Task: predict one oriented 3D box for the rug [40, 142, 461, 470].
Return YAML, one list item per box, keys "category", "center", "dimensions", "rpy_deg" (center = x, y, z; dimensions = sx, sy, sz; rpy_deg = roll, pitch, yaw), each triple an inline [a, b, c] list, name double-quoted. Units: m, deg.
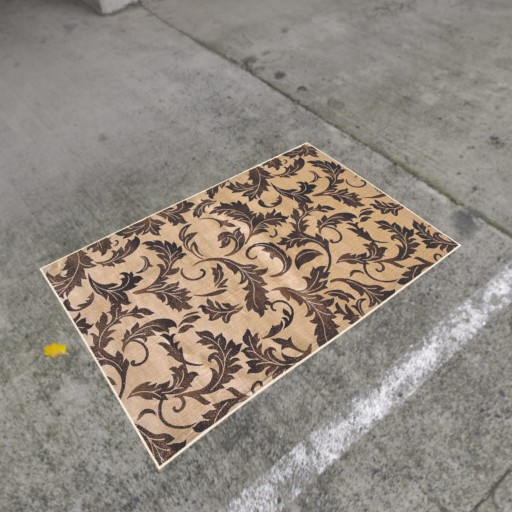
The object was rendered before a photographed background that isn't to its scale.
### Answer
- category: "rug"
  center: [0.000, 0.000, 2.863]
  dimensions: [2.284, 0.008, 1.522]
  rpy_deg: [-30, 54, -24]
